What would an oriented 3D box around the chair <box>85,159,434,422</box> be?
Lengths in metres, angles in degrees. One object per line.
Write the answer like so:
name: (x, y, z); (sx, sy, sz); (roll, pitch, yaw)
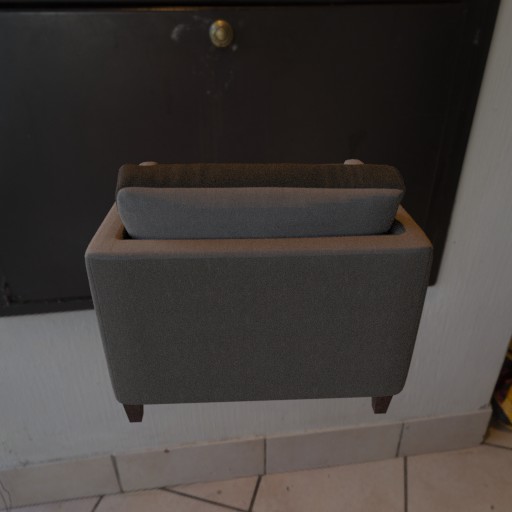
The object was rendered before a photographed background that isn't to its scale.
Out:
chair: (0.000, 0.000, 1.879); (1.107, 0.963, 0.959); (-1, 29, -2)
